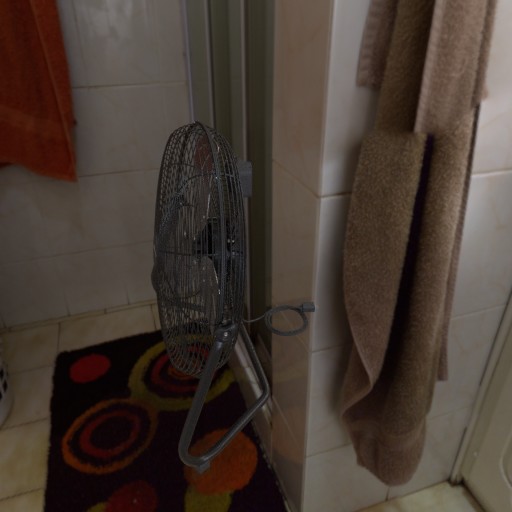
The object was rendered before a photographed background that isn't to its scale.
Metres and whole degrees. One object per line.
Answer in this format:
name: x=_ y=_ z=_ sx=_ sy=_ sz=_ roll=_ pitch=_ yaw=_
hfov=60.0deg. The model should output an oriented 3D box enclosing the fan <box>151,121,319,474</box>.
fan: x=0.000 y=0.000 z=0.912 sx=0.424 sy=0.546 sz=0.555 roll=-8 pitch=32 yaw=-14
